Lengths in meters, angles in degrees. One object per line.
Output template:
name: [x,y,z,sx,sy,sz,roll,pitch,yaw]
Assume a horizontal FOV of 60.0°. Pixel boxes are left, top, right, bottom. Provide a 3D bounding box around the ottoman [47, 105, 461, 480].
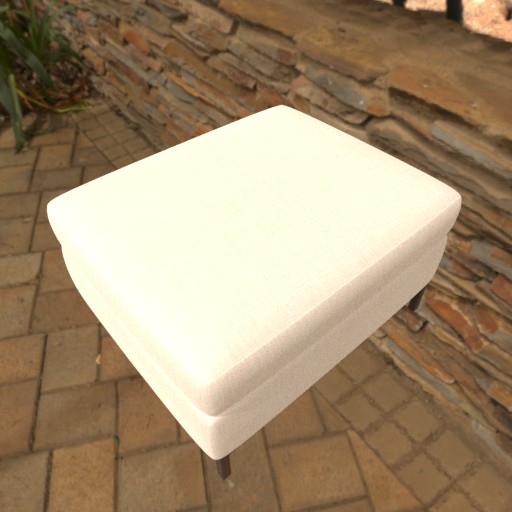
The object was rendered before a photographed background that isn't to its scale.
ottoman: [0.000,0.000,1.161,0.794,0.453,0.657,-31,53,-28]
